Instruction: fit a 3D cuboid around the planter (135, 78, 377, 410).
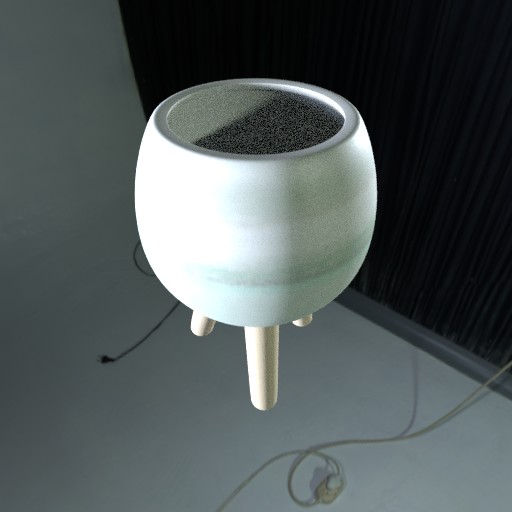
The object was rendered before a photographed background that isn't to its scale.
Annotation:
[{"bbox_3d":[0.000,0.000,0.336,0.161,0.224,0.161,0,40,0],"label":"planter"}]
